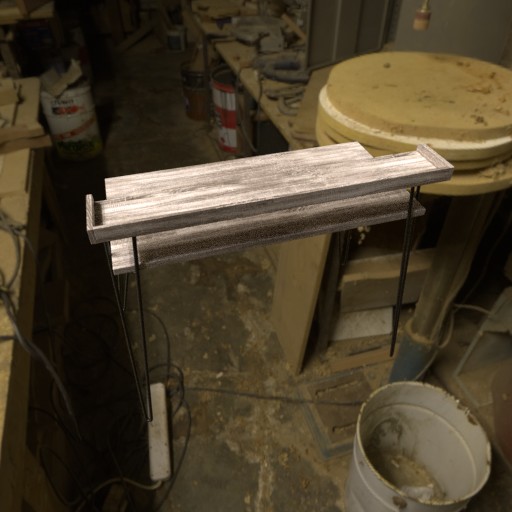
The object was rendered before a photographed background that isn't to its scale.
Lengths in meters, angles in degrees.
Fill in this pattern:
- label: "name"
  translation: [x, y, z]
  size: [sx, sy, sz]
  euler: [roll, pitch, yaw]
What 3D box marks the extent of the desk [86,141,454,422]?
- label: "desk"
  translation: [0.000, 0.000, 1.671]
  size: [1.135, 0.899, 0.605]
  euler: [-11, 43, -13]
